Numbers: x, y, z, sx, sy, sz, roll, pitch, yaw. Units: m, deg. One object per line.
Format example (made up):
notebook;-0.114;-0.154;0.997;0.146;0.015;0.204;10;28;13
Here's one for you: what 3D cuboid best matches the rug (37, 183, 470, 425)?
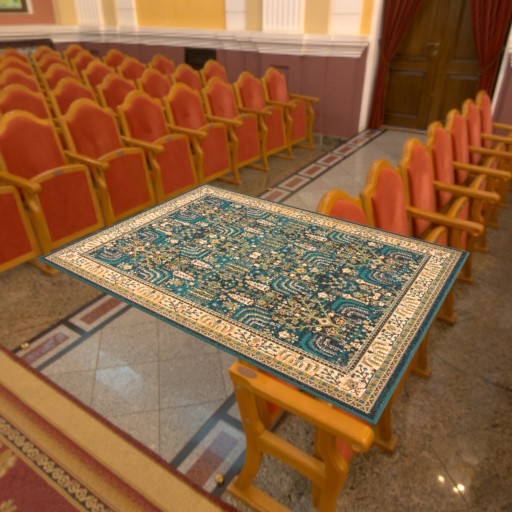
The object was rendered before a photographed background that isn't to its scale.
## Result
rug;0.000;0.000;3.859;3.044;0.015;2.226;19;35;29
